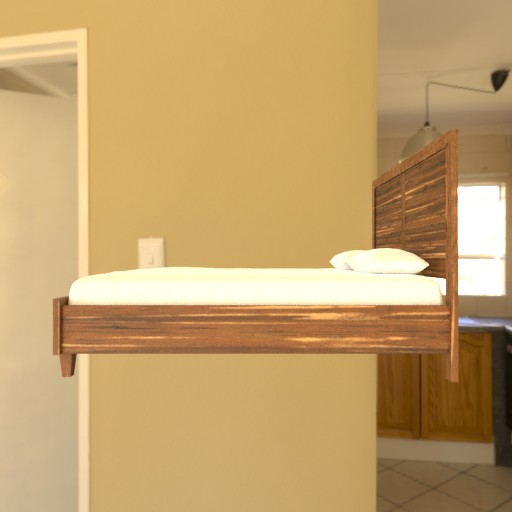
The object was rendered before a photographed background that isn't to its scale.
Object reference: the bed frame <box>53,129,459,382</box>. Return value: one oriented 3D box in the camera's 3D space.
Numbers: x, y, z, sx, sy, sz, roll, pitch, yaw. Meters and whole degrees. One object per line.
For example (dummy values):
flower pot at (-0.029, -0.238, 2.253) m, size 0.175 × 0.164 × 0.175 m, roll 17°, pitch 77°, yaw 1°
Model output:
bed frame at (0.000, 0.000, 3.330) m, size 2.276 × 1.417 × 1.696 m, roll 0°, pitch 0°, yaw 0°
